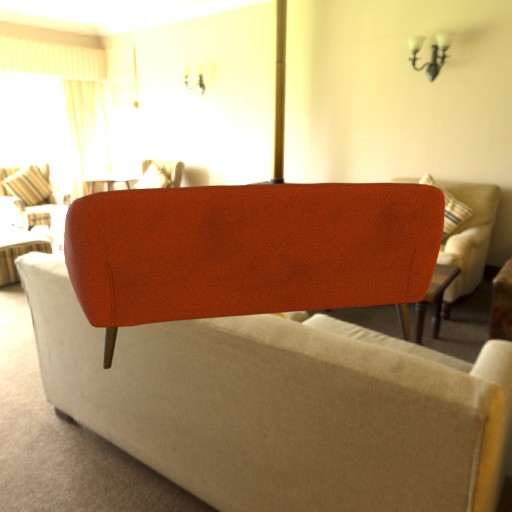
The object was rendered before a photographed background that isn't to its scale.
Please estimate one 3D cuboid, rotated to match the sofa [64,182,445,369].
[{"bbox_3d":[0.000,0.000,2.314,1.840,0.836,0.820,-3,16,-10],"label":"sofa"}]
